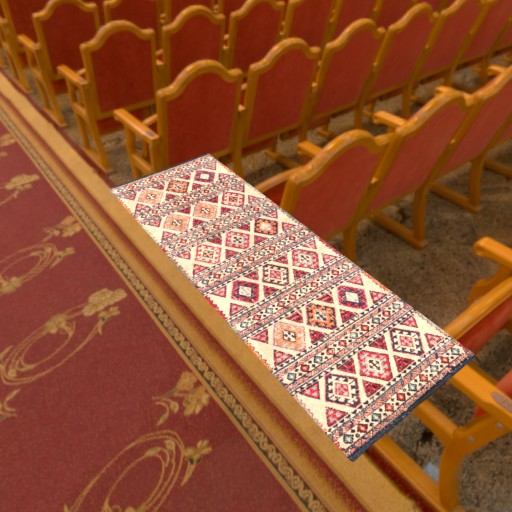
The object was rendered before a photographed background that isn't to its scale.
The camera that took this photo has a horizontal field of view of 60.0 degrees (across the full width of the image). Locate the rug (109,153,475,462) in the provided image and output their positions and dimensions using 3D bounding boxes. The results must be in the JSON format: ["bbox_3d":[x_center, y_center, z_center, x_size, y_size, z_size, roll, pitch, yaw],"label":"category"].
[{"bbox_3d":[0.000,0.000,2.602,0.832,0.008,2.362,-27,49,-26],"label":"rug"}]
